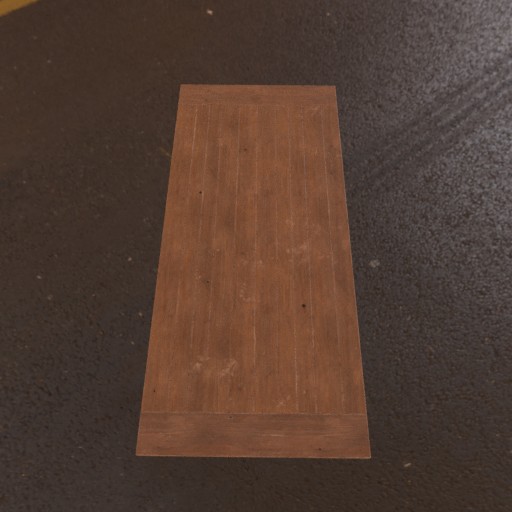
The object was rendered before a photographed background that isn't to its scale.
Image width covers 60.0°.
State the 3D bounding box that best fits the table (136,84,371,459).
[{"bbox_3d":[0.000,0.000,2.156,0.820,0.465,1.800,1,63,0],"label":"table"}]
